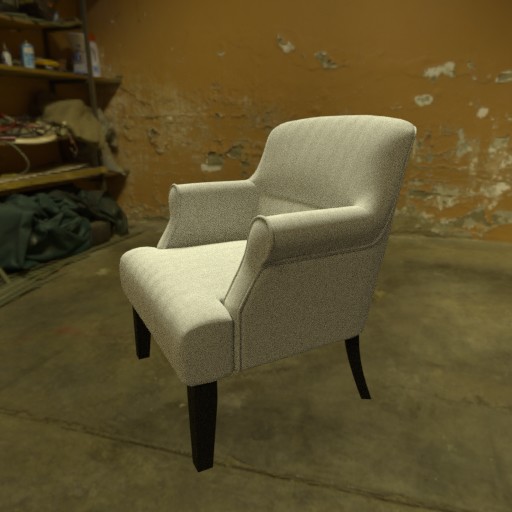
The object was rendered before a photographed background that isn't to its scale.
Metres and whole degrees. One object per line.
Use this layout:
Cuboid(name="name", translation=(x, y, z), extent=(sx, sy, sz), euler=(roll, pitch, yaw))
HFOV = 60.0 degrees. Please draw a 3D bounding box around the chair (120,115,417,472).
Cuboid(name="chair", translation=(0.000, 0.000, 1.437), extent=(0.750, 0.875, 0.781), euler=(-8, 18, -26))
